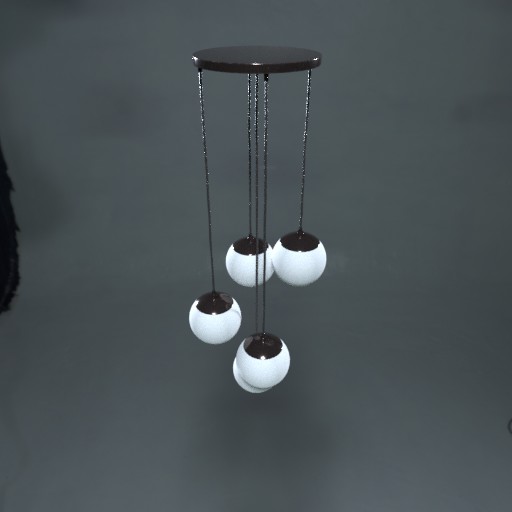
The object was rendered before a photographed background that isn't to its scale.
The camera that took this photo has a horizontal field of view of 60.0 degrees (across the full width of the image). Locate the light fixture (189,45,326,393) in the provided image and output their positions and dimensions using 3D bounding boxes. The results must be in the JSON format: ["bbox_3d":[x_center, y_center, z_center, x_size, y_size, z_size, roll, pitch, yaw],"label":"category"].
[{"bbox_3d":[0.000,0.000,1.518,0.489,1.271,0.484,1,32,1],"label":"light fixture"}]
